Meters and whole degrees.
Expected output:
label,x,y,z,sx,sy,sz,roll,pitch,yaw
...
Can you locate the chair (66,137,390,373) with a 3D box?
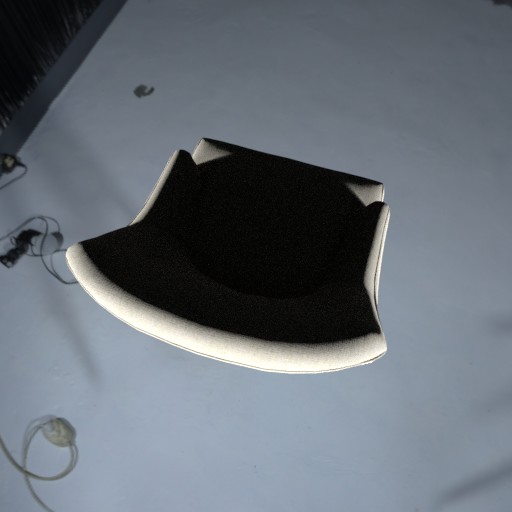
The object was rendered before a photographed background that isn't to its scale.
label,x,y,z,sx,sy,sz,roll,pitch,yaw
chair,0.000,0.000,1.578,0.864,0.856,0.923,16,65,8
